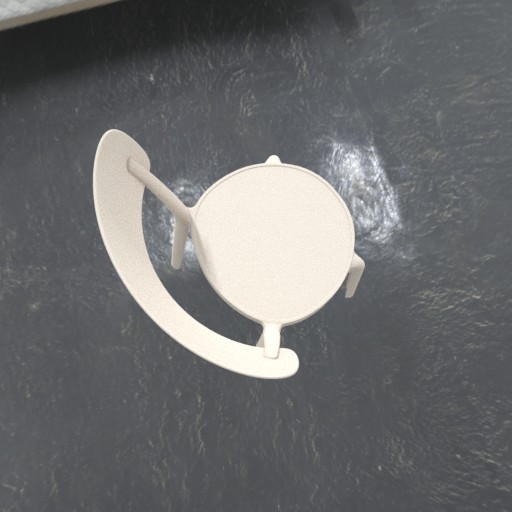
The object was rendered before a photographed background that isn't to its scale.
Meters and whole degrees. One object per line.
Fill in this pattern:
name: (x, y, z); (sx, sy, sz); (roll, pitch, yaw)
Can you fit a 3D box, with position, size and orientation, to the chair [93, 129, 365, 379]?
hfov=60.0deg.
chair: (0.000, 0.000, 1.096); (0.491, 0.790, 0.506); (-36, 79, -8)
